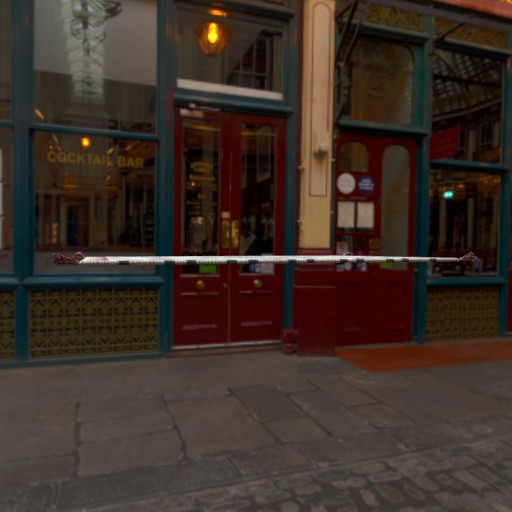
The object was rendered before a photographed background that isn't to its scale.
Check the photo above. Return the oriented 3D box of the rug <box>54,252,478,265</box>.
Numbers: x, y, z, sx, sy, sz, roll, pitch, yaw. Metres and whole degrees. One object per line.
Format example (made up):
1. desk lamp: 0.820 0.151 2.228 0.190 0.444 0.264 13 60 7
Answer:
1. rug: 0.000 0.000 3.343 2.672 0.066 1.741 0 1 -20
